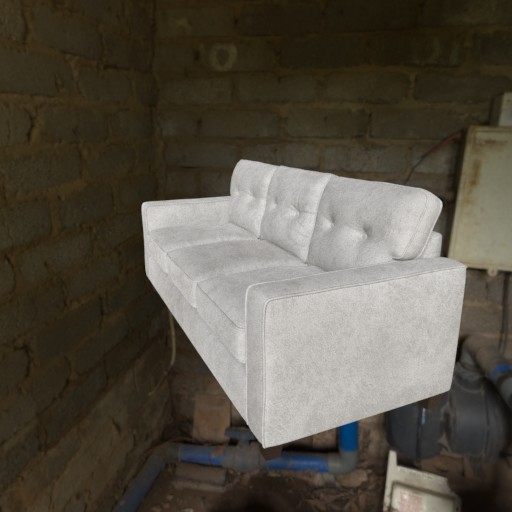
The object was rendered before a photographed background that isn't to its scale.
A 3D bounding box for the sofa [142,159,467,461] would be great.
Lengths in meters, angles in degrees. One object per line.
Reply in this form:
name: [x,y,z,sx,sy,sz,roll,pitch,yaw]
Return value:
sofa: [0.000,0.000,2.557,0.939,0.965,2.133,-7,18,-23]
